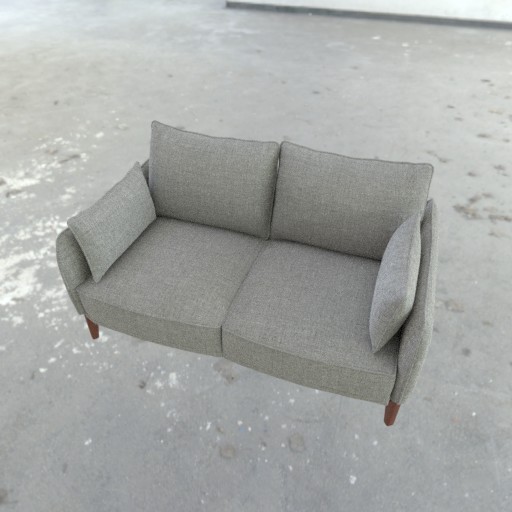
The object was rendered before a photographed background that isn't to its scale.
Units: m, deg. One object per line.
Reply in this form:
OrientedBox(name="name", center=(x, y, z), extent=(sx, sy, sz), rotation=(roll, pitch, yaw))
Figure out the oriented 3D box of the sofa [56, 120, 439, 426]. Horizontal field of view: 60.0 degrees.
OrientedBox(name="sofa", center=(0.000, 0.000, 2.084), extent=(1.580, 0.851, 0.972), rotation=(12, 41, 14))
